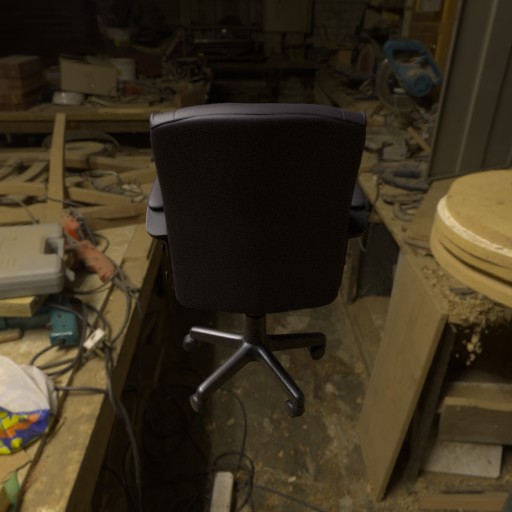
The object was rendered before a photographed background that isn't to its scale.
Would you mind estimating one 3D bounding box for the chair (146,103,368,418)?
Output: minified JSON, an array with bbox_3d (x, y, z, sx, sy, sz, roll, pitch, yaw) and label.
[{"bbox_3d":[0.000,0.000,1.349,0.576,0.998,0.641,-1,30,-1],"label":"chair"}]
